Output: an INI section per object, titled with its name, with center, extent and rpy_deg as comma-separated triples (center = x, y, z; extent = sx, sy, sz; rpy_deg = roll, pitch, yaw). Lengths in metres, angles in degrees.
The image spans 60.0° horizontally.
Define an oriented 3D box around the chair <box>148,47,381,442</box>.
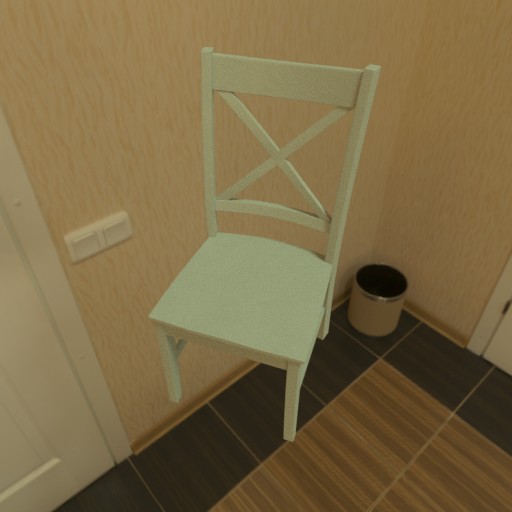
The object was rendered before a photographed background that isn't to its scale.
[chair]
center = 0.000, 0.000, 1.306
extent = 0.485, 0.983, 0.542
rpy_deg = 13, 42, 15
